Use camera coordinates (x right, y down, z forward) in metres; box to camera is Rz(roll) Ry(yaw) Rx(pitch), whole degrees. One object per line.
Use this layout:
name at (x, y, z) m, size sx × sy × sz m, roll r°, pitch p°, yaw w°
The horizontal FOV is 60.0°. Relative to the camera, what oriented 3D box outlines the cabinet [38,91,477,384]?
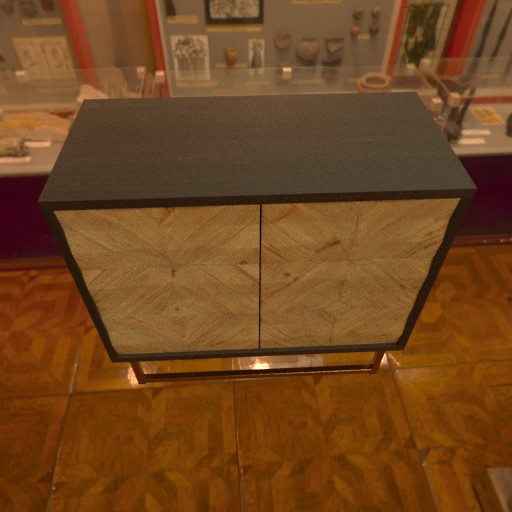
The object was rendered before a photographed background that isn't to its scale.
cabinet at (0.000, 0.000, 1.423) m, size 0.950 × 0.860 × 0.451 m, roll -2°, pitch 47°, yaw -2°
